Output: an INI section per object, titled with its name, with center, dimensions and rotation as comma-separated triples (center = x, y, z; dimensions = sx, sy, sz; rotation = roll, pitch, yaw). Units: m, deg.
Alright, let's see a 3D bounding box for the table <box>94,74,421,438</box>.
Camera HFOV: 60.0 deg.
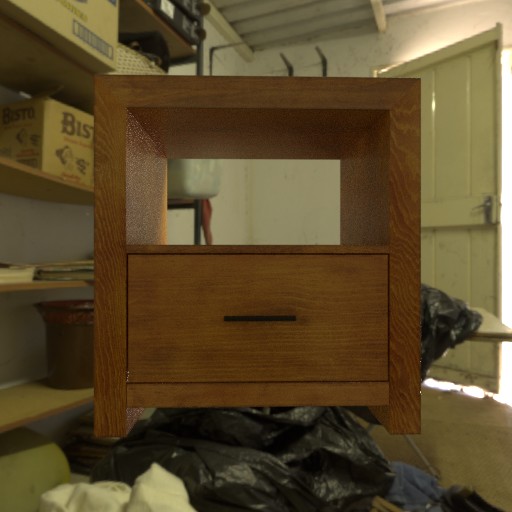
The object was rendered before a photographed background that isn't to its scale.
[table]
center = 0.000, 0.000, 0.936
dimensions = 0.550, 0.605, 0.400
rotation = 0, 0, -1
